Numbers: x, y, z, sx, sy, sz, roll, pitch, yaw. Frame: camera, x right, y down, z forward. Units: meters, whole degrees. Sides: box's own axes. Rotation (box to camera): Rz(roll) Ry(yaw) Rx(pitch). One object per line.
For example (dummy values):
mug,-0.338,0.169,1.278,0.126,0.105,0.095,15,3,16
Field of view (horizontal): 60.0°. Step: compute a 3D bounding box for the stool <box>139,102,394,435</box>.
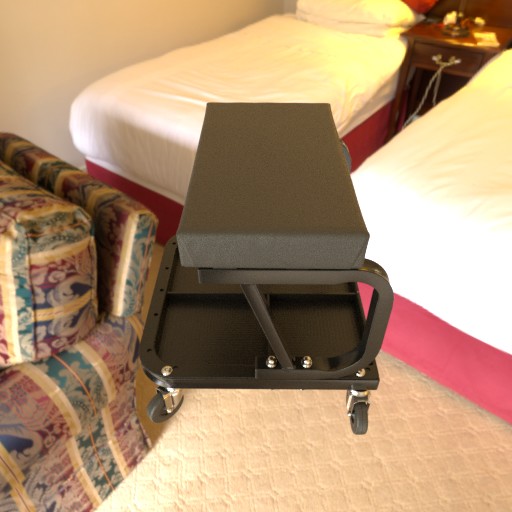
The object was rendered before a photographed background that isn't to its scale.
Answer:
stool,0.000,0.000,0.737,0.371,0.380,0.446,0,41,0
